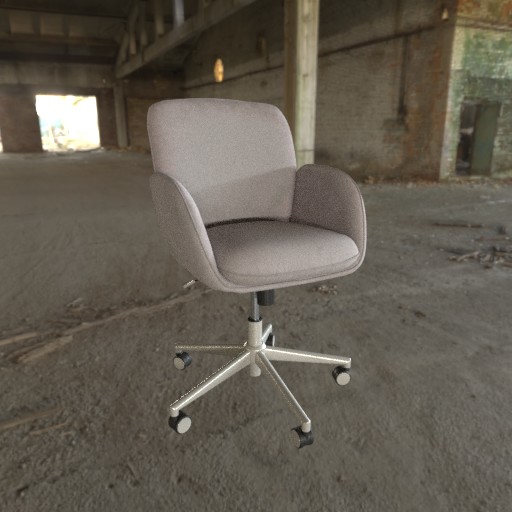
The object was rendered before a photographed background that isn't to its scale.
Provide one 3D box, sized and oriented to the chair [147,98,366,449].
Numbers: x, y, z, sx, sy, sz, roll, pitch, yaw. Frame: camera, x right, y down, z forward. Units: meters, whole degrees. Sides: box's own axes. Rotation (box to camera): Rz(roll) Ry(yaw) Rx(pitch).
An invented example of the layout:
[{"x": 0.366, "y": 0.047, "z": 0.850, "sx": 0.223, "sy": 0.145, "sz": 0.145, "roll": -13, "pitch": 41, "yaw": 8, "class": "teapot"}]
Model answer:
[{"x": 0.000, "y": 0.000, "z": 1.380, "sx": 0.648, "sy": 0.959, "sz": 0.654, "roll": -8, "pitch": 18, "yaw": -25, "class": "chair"}]
